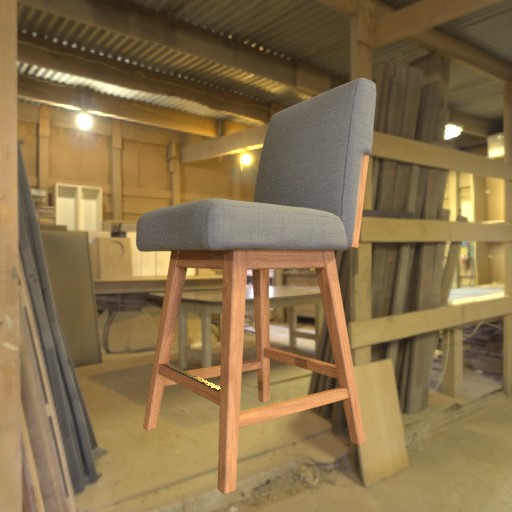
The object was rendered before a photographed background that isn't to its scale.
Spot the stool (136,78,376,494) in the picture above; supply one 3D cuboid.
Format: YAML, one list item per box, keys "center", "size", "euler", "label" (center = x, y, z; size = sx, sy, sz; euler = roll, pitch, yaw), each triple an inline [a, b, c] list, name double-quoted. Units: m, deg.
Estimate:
- center: [0.000, 0.000, 1.273]
  size: [0.570, 1.019, 0.459]
  euler: [0, 0, -36]
  label: "stool"
